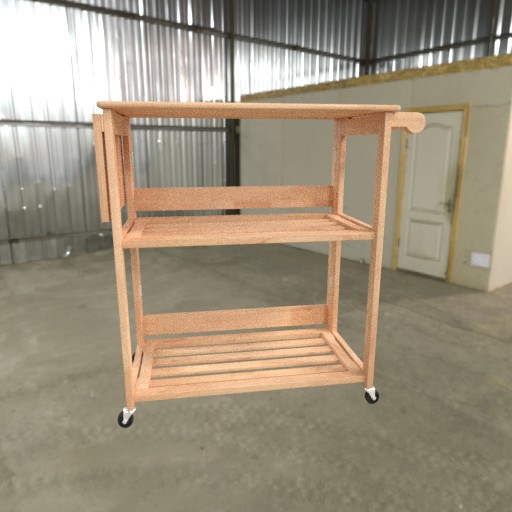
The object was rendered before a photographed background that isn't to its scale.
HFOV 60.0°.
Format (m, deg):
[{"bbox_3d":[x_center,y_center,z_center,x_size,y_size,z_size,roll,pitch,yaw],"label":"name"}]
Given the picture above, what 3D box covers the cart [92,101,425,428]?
[{"bbox_3d":[0.000,0.000,1.397,0.853,0.879,0.432,-2,14,-9],"label":"cart"}]
